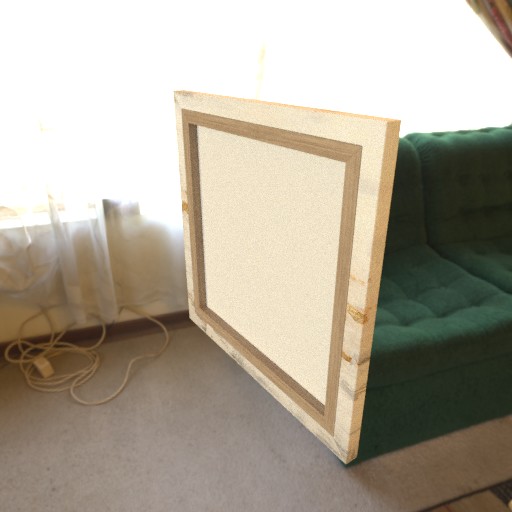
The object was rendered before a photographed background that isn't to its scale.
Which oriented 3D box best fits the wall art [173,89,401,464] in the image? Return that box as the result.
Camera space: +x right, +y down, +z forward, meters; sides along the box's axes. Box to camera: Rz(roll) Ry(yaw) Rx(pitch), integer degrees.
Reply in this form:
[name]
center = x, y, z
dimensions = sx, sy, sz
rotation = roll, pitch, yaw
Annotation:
[wall art]
center = 0.000, 0.000, 1.138
dimensions = 0.038, 0.755, 0.753
rotation = -17, 30, -32
